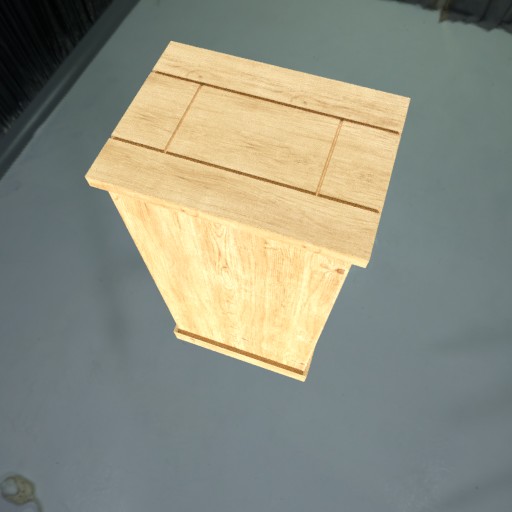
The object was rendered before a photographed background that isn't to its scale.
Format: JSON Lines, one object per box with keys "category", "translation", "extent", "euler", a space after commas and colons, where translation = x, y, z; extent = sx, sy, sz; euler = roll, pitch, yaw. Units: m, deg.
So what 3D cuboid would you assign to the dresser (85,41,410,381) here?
{"category": "dresser", "translation": [0.000, 0.000, 1.323], "extent": [0.531, 1.041, 0.390], "euler": [17, 65, 8]}
